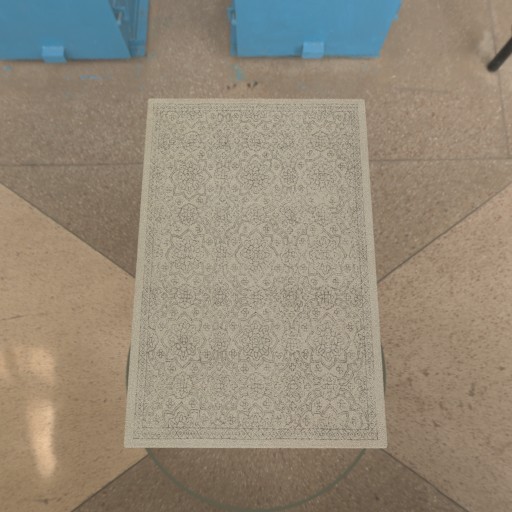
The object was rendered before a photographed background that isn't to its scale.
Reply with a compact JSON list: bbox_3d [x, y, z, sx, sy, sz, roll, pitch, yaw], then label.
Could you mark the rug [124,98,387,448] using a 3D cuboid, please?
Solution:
[{"bbox_3d":[0.000,0.000,2.273,1.219,0.010,1.829,0,76,0],"label":"rug"}]
